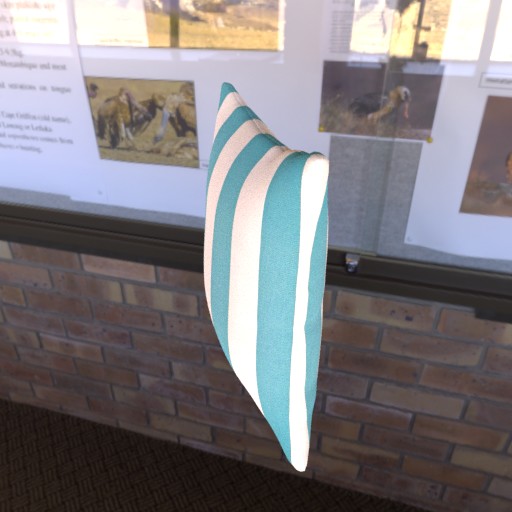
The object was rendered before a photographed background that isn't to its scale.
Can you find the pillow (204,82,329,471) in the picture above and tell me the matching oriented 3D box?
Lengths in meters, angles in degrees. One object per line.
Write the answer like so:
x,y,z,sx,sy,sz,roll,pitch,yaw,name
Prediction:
0.000,0.000,0.815,0.189,0.526,0.536,-8,31,-14,pillow
